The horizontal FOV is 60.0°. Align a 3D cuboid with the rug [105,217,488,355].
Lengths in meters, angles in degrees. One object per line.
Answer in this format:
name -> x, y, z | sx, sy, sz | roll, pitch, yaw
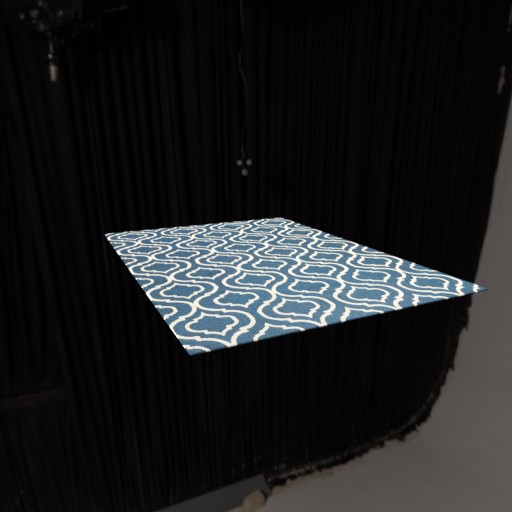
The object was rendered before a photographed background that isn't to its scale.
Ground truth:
rug -> 0.000, 0.000, 4.416 | 2.438, 0.010, 3.353 | -7, 17, -25
